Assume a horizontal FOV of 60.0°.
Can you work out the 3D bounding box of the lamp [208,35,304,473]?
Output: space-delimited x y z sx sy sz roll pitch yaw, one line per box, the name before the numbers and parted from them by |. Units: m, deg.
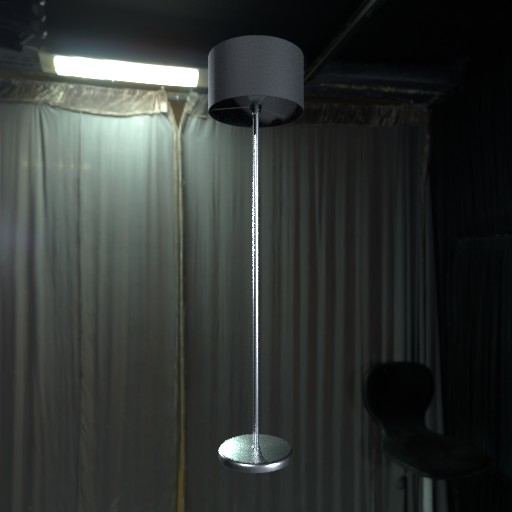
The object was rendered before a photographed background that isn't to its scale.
lamp | 0.000 0.000 1.616 0.348 1.443 0.348 0 -1 -17
